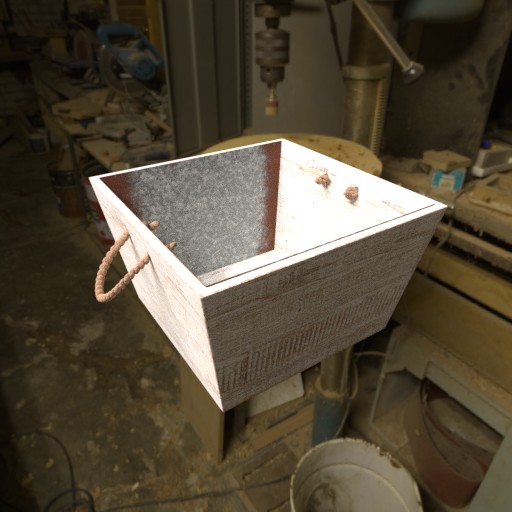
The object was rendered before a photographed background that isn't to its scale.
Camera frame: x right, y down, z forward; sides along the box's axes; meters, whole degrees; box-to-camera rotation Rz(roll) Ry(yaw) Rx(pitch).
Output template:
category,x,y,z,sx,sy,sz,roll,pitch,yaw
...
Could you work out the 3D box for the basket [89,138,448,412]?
category,x,y,z,sx,sy,sz,roll,pitch,yaw
basket,0.000,0.000,0.773,0.545,0.247,0.413,-19,36,-28
